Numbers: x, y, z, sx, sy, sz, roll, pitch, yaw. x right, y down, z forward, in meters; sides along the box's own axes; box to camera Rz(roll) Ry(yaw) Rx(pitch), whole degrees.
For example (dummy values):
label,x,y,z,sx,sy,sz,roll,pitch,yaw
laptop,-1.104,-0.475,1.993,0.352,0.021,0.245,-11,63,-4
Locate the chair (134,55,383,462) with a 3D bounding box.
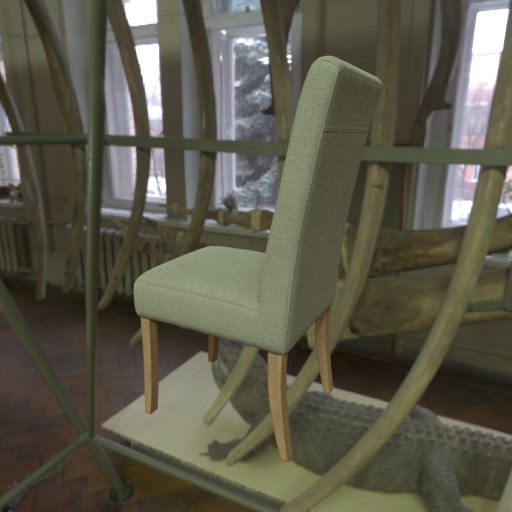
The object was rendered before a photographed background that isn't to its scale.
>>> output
label,x,y,z,sx,sy,sz,roll,pitch,yaw
chair,0.000,0.000,1.350,0.611,1.033,0.450,8,17,26
